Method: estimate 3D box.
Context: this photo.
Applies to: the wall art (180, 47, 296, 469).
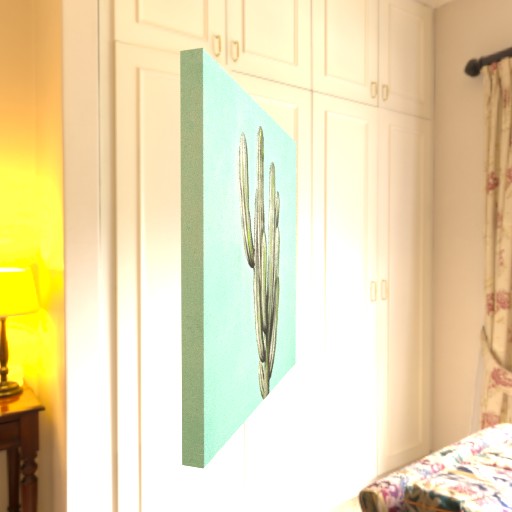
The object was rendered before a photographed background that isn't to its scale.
[{"bbox_3d":[0.000,0.000,0.925,0.036,0.603,0.603,0,1,18],"label":"wall art"}]
